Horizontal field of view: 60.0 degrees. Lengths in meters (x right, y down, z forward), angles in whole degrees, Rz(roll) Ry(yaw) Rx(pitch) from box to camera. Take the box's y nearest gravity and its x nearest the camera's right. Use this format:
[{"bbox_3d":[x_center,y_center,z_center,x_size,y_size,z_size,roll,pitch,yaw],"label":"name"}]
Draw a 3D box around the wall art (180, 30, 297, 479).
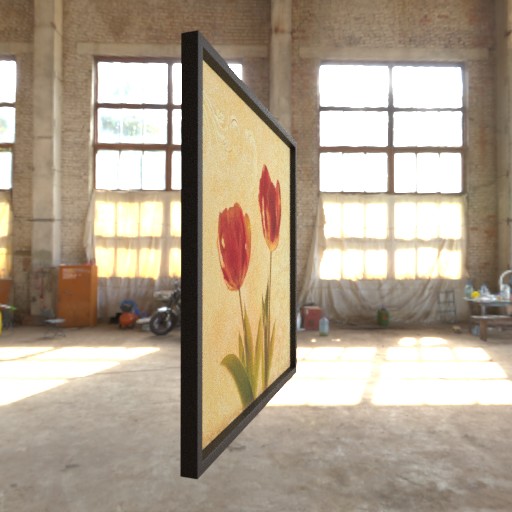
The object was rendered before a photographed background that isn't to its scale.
[{"bbox_3d":[0.000,0.000,1.183,0.043,0.807,0.805,0,-1,18],"label":"wall art"}]
